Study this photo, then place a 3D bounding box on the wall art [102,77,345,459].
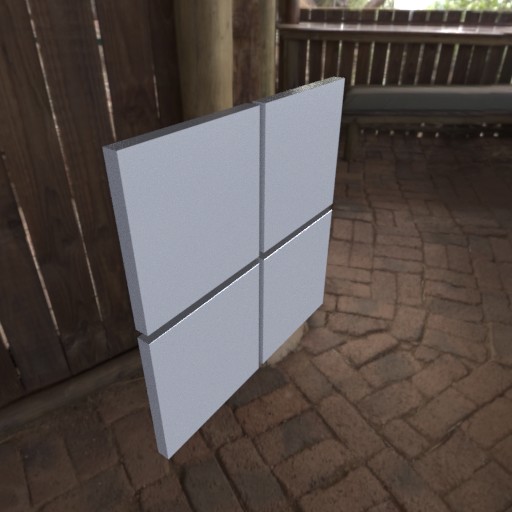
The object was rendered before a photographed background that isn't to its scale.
[{"bbox_3d":[0.000,0.000,0.915,0.029,0.611,0.611,21,37,30],"label":"wall art"}]
